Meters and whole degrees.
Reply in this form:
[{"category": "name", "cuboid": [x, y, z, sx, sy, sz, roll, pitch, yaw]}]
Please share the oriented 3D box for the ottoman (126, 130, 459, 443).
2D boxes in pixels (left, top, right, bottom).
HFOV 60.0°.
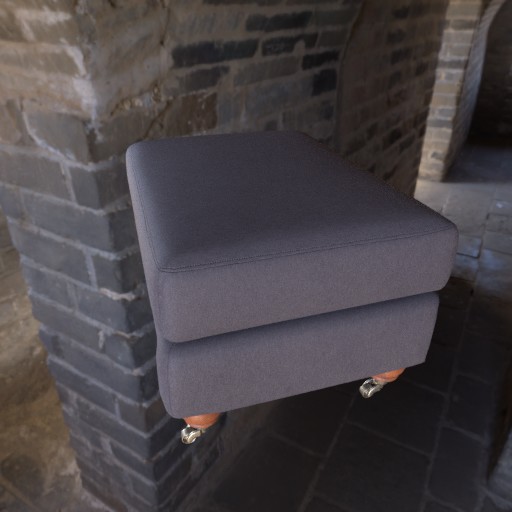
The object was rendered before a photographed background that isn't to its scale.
[{"category": "ottoman", "cuboid": [0.000, 0.000, 1.128, 0.574, 0.497, 0.773, -9, 30, -15]}]
